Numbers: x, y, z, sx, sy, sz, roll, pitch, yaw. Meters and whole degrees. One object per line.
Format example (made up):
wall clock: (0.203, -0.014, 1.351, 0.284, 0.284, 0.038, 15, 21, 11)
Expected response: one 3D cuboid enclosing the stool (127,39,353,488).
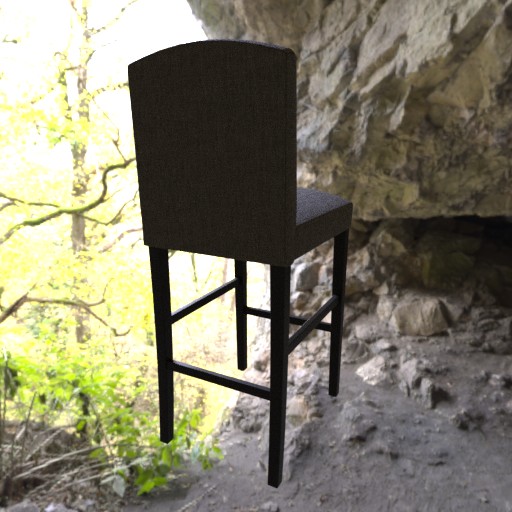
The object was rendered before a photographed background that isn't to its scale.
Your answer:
stool: (0.000, 0.000, 1.369, 0.451, 1.138, 0.552, 8, 18, 27)
